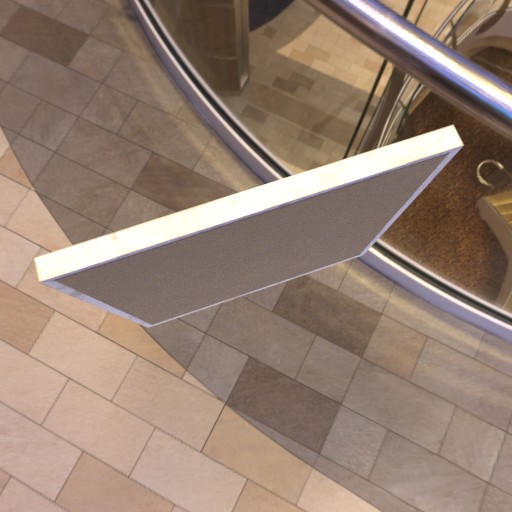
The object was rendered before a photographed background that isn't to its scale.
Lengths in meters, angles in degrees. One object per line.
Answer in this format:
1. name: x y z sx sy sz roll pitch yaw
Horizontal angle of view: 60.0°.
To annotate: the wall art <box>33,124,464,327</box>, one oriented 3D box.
1. wall art: 0.000 0.000 0.749 0.508 0.506 0.029 -18 76 -5
